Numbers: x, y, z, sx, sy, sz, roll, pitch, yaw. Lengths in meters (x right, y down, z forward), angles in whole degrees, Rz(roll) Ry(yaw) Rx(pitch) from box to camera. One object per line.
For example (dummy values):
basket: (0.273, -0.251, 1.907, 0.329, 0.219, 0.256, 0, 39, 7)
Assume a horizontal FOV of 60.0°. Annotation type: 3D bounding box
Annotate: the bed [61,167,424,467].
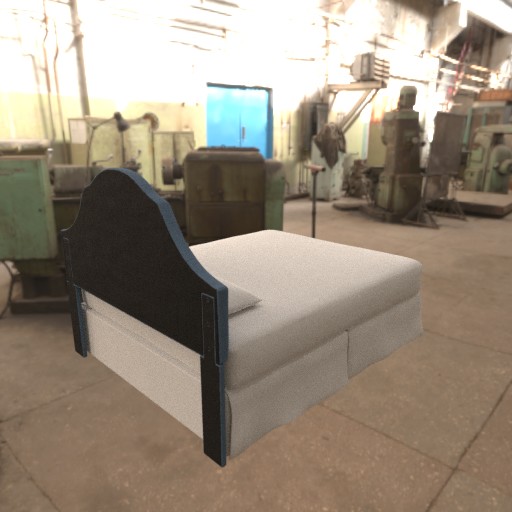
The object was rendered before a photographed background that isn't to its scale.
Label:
bed: (0.000, 0.000, 3.790, 2.477, 1.617, 2.039, -15, 22, -43)
